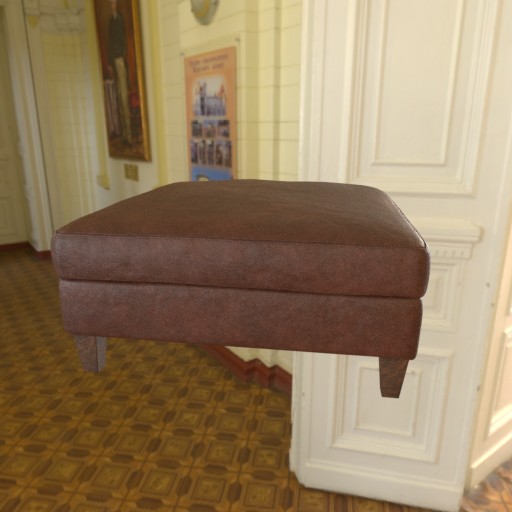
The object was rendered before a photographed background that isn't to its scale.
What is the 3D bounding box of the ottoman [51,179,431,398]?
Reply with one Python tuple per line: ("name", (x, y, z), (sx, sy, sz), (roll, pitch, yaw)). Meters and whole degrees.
("ottoman", (0.000, 0.000, 1.345), (0.844, 0.415, 0.836), (2, 17, 8))
